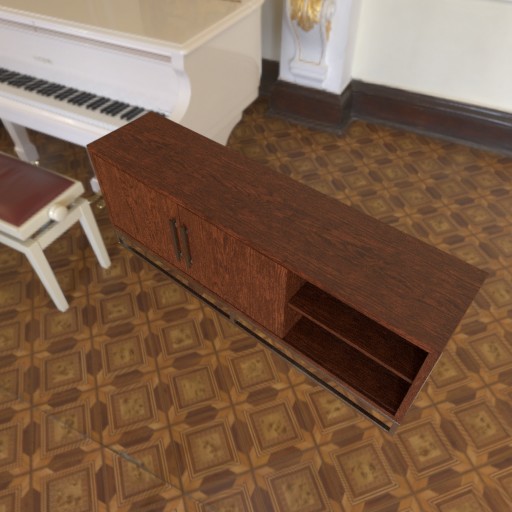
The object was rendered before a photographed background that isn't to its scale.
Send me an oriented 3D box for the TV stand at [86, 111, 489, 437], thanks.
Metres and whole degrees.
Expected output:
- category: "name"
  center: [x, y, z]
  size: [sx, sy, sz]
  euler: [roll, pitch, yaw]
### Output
- category: "TV stand"
  center: [0.000, 0.000, 1.800]
  size: [1.541, 0.578, 0.382]
  euler: [31, 54, 26]
